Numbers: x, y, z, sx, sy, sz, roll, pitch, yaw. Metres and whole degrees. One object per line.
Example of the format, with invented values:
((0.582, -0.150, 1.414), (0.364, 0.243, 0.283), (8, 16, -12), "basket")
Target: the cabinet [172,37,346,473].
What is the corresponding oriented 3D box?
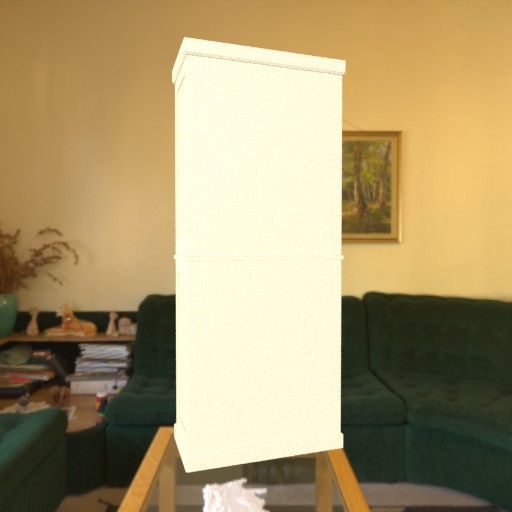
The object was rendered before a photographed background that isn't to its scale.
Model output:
((0.000, 0.000, 2.160), (0.754, 1.829, 0.390), (0, 1, -18), "cabinet")
